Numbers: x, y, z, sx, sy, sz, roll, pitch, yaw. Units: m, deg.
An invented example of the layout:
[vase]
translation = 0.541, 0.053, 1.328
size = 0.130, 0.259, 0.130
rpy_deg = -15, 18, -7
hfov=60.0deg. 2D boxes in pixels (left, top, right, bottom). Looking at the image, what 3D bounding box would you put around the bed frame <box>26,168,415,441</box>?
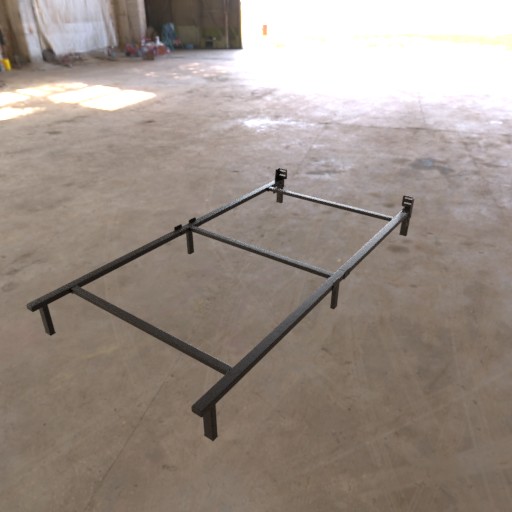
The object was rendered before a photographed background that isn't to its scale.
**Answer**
[bed frame]
translation = 0.000, 0.000, 2.264
size = 0.968, 0.248, 1.897
rpy_deg = 19, 34, 31
